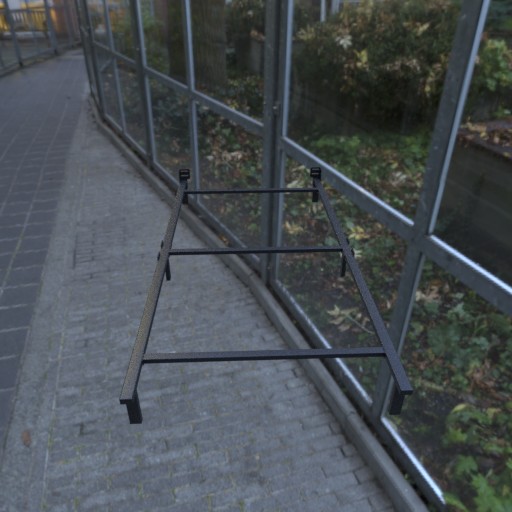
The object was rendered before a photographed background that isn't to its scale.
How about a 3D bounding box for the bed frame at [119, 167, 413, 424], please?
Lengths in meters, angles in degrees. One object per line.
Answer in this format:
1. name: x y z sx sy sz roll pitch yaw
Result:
1. bed frame: 0.000 0.000 2.269 0.968 0.248 1.897 -1 31 -2
